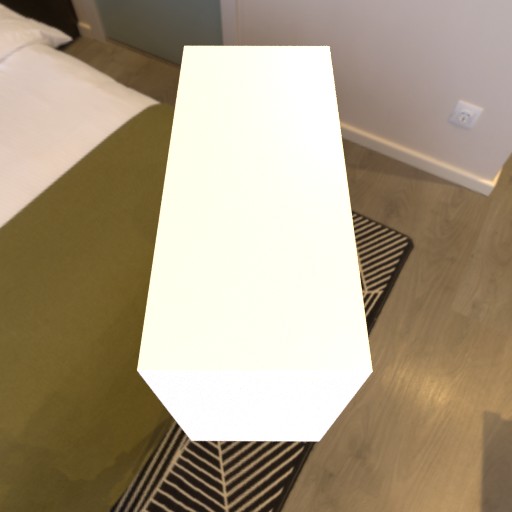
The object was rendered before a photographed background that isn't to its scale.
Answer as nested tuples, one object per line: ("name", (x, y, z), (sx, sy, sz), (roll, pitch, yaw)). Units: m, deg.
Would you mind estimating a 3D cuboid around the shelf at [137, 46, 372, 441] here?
("shelf", (0.000, 0.000, 1.289), (0.396, 0.732, 0.895), (0, 59, 0))
